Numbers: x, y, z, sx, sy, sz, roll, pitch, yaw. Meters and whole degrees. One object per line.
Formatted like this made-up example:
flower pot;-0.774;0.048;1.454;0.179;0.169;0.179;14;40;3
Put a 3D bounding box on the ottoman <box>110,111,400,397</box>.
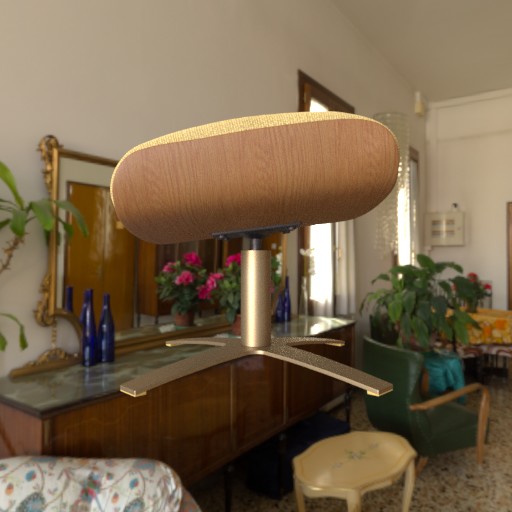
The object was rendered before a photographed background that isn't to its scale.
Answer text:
ottoman;0.000;0.000;0.809;0.394;0.391;0.520;0;0;0
